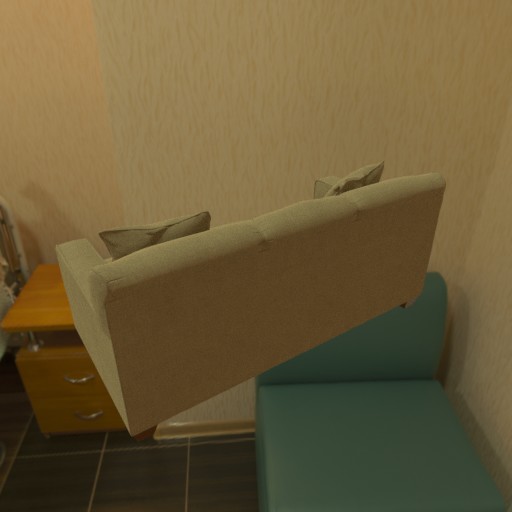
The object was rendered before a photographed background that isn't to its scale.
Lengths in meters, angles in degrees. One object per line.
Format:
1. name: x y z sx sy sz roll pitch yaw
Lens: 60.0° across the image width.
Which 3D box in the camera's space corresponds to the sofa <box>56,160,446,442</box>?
1. sofa: 0.000 0.000 2.606 2.024 0.958 0.997 -18 34 -29
